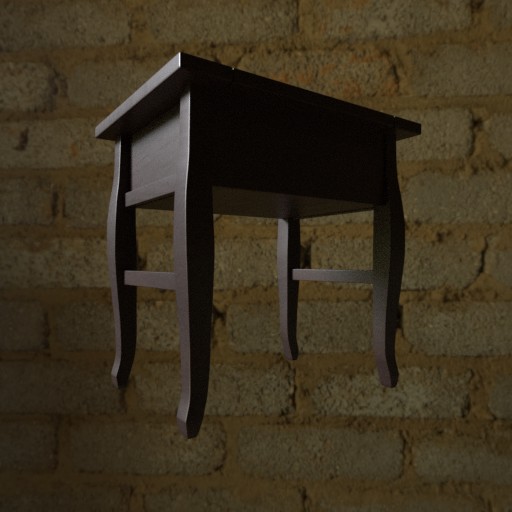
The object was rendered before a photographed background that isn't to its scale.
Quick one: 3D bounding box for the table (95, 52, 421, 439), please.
[{"bbox_3d":[0.000,0.000,1.021,0.602,0.605,0.460,1,-1,-35],"label":"table"}]
